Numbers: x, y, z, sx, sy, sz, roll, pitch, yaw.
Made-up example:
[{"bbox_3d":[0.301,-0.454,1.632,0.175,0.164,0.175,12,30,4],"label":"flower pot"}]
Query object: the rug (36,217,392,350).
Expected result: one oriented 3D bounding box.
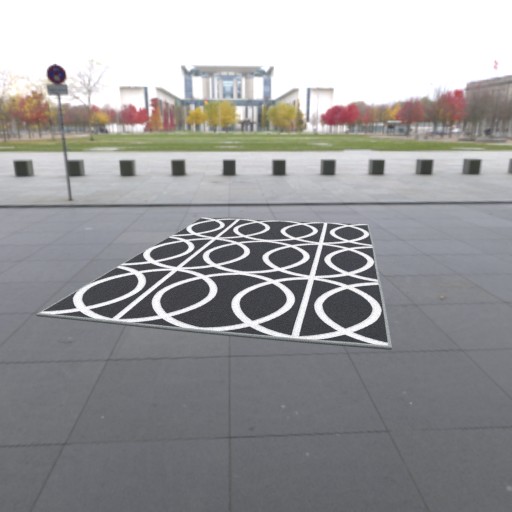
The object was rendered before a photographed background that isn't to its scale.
[{"bbox_3d":[0.000,0.000,2.877,1.526,0.014,2.290,3,16,11],"label":"rug"}]
